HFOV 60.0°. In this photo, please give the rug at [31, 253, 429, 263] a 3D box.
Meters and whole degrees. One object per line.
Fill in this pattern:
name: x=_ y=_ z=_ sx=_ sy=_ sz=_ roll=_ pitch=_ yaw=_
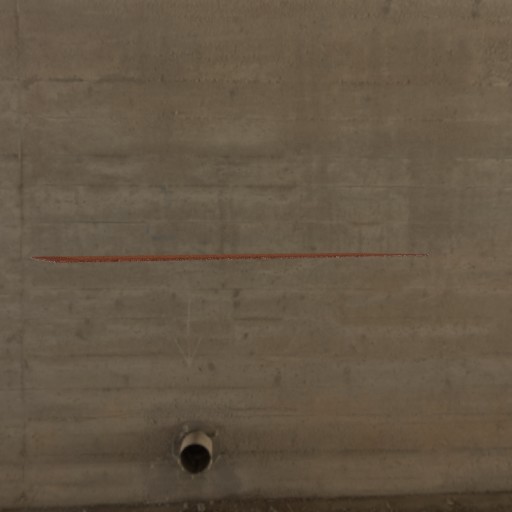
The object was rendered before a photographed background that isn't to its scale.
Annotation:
rug: x=0.000 y=0.000 z=2.753 sx=2.471 sy=0.013 sz=0.914 roll=-1 pitch=2 yaw=-37
